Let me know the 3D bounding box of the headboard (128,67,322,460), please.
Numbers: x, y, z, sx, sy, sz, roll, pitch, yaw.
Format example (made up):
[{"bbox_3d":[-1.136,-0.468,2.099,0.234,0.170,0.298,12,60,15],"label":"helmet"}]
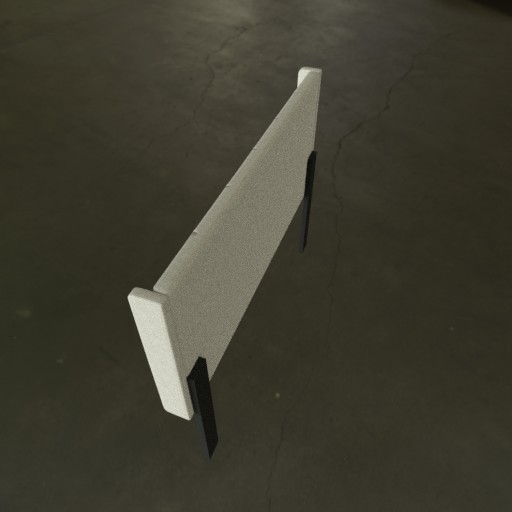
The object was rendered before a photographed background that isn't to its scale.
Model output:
[{"bbox_3d":[0.000,0.000,2.741,0.184,1.524,2.051,16,48,15],"label":"headboard"}]
